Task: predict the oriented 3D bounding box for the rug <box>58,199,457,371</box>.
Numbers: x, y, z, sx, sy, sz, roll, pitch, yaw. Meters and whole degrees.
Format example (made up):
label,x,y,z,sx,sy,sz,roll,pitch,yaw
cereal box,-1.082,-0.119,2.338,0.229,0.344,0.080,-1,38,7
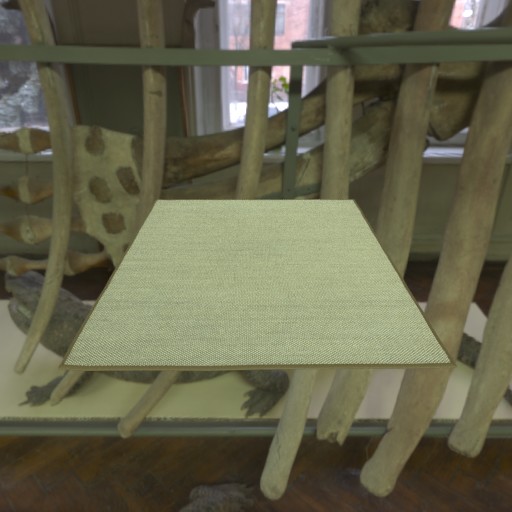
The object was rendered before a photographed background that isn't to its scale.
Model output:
label,x,y,z,sx,sy,sz,roll,pitch,yaw
rug,0.000,0.000,4.002,2.413,0.020,3.041,0,27,0
